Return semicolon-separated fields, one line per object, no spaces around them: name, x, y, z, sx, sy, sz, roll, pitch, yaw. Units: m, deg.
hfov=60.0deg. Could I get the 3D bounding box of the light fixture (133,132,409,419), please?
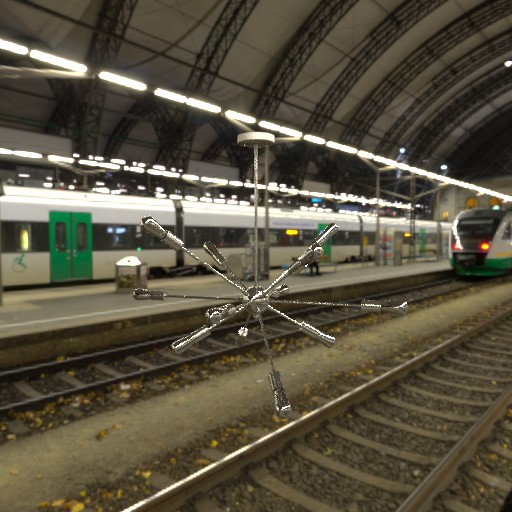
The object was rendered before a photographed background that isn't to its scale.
light fixture;0.000;0.000;1.046;0.684;0.558;0.509;1;2;20
